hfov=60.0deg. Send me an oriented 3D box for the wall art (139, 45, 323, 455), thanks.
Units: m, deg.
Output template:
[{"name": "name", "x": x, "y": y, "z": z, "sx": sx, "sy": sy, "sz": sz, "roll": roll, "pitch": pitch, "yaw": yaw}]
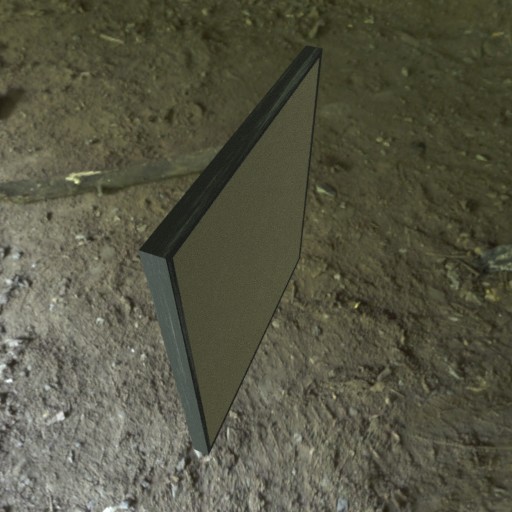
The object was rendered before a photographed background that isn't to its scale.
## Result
[{"name": "wall art", "x": 0.000, "y": 0.000, "z": 1.131, "sx": 0.043, "sy": 0.758, "sz": 0.762, "roll": 17, "pitch": 49, "yaw": 15}]
